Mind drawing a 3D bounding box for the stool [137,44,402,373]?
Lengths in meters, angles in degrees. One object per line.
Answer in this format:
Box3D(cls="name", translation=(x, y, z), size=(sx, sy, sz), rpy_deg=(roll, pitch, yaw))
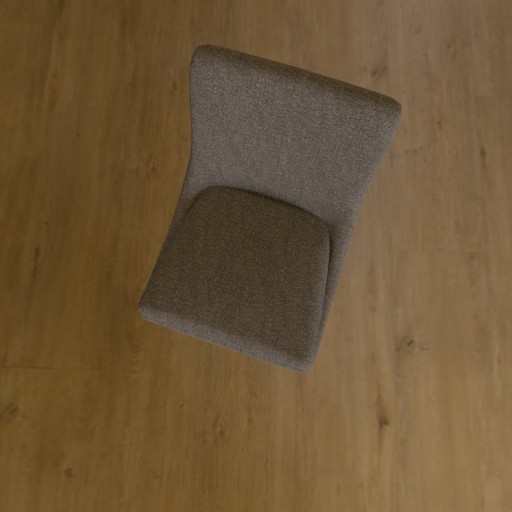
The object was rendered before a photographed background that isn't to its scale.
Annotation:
Box3D(cls="stool", translation=(0.000, 0.000, 1.338), size=(0.489, 1.068, 0.572), rpy_deg=(18, 78, 4))
